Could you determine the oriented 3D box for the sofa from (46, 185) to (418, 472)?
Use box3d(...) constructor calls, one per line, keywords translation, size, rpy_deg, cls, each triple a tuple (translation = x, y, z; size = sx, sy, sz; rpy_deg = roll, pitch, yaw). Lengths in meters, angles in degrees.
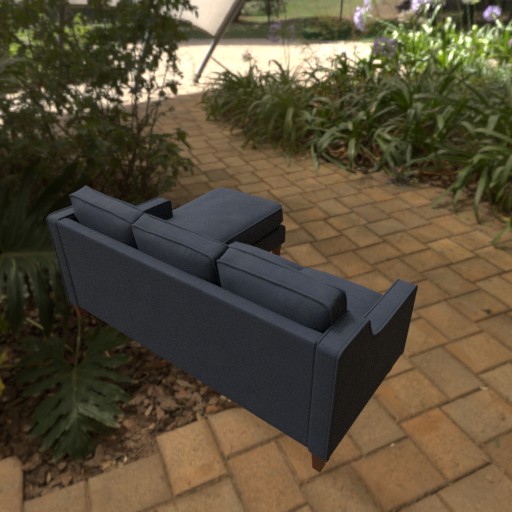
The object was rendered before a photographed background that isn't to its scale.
box3d(translation=(0.000, 0.000, 3.286), size=(2.317, 1.066, 1.858), rpy_deg=(21, 36, 32), cls="sofa")
